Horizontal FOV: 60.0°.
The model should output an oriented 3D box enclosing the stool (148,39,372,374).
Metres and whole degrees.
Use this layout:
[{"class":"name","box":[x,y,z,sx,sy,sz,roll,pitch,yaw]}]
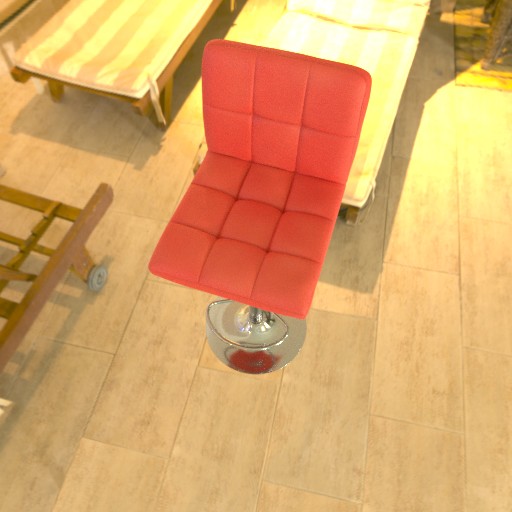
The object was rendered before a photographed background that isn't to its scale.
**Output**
[{"class":"stool","box":[0.000,0.000,1.396,0.430,1.115,0.505,16,60,10]}]
